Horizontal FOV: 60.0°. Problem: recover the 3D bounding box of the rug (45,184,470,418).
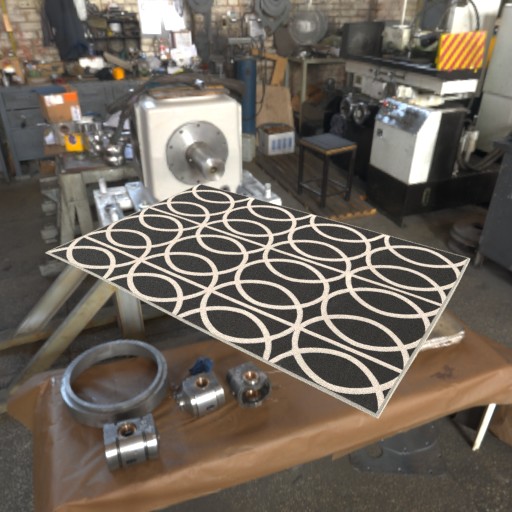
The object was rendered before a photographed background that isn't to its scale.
[{"bbox_3d":[0.000,0.000,2.855,2.294,0.014,1.528,20,35,30],"label":"rug"}]
